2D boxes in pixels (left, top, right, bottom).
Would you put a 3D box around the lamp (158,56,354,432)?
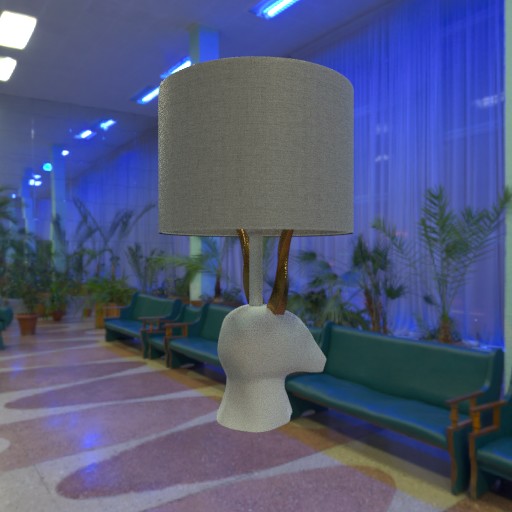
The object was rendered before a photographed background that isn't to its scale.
[{"bbox_3d":[0.000,0.000,0.694,0.298,0.503,0.298,0,1,-34],"label":"lamp"}]
